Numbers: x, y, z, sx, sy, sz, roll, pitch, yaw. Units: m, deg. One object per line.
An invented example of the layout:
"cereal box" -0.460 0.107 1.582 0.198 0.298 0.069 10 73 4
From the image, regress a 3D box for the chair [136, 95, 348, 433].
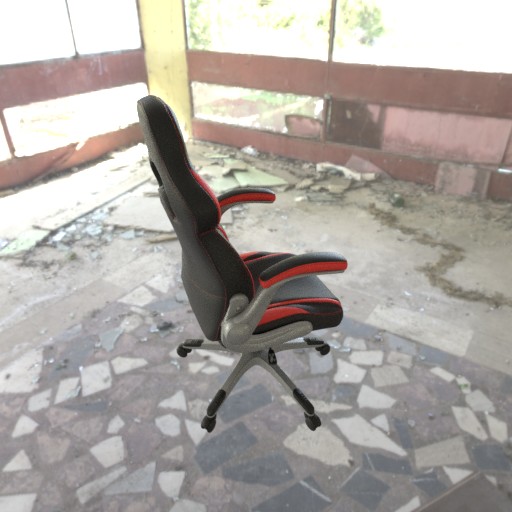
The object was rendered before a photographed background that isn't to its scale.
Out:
"chair" 0.000 0.000 1.637 0.712 1.165 0.758 -11 32 -18
